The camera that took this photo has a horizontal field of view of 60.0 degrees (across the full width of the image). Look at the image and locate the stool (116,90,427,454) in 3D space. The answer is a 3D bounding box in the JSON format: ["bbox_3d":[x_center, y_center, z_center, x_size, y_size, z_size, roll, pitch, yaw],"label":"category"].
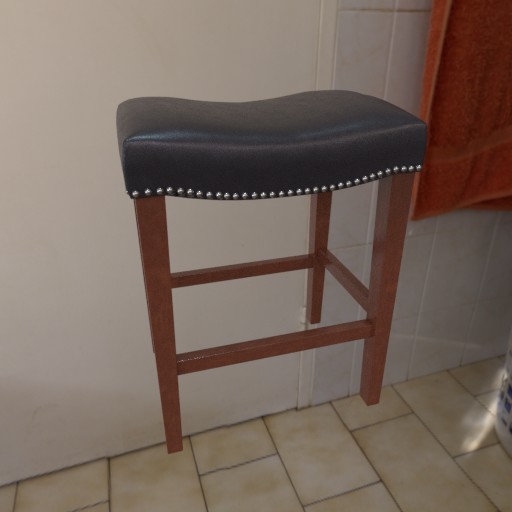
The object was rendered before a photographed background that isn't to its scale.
[{"bbox_3d":[0.000,0.000,0.960,0.504,0.654,0.372,-8,28,-15],"label":"stool"}]
